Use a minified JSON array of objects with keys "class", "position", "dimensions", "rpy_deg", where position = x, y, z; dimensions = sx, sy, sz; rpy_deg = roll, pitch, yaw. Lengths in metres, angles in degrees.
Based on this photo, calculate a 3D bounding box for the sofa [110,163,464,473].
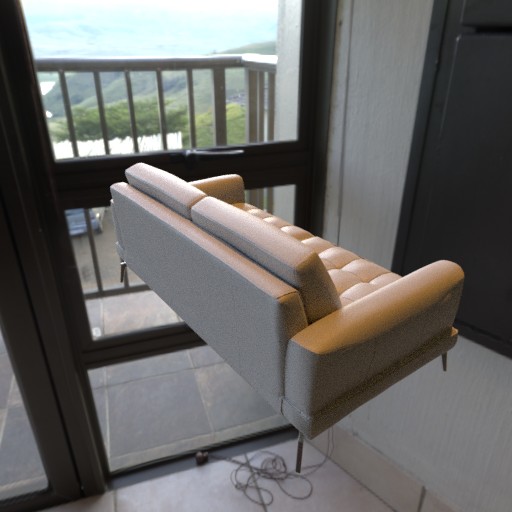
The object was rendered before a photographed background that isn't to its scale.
[{"class":"sofa","position":[0.000,0.000,2.736],"dimensions":[1.121,0.930,2.177],"rpy_deg":[-18,32,-32]}]
